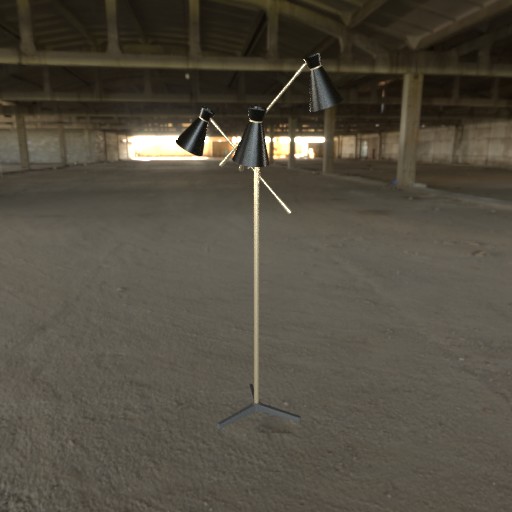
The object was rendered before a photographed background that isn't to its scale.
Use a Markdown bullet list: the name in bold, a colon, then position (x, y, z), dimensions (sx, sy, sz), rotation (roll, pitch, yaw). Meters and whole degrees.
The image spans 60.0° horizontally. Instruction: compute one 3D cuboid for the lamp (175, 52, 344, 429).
- **lamp**: position (0.000, 0.000, 2.154), dimensions (0.750, 1.804, 0.653), rotation (-2, 14, -8)
